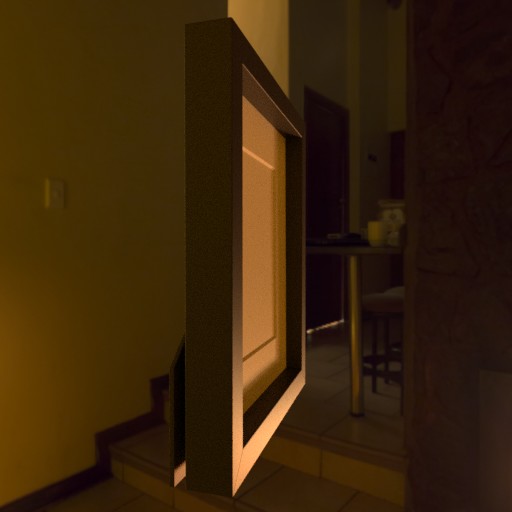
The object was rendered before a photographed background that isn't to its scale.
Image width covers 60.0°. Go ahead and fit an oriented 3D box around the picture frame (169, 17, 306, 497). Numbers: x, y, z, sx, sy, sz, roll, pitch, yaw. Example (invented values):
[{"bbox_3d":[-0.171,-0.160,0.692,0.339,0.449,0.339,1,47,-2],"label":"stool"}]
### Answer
[{"bbox_3d":[0.000,0.000,0.379,0.042,0.284,0.232,0,1,17],"label":"picture frame"}]
